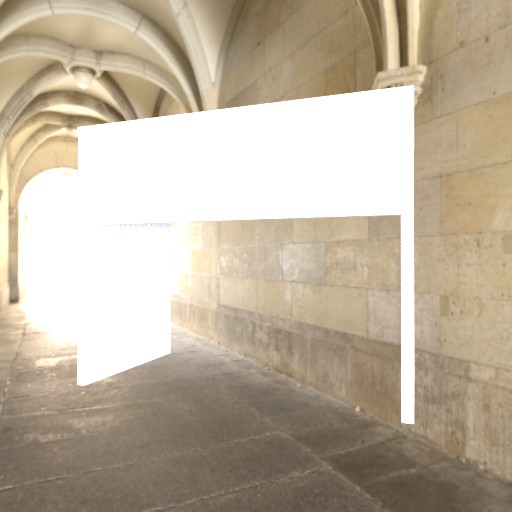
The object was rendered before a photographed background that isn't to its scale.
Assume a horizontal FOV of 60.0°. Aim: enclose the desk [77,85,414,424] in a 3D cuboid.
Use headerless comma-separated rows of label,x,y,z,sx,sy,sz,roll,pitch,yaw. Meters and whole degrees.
desk,0.000,0.000,1.338,0.900,0.729,0.498,0,-1,20
